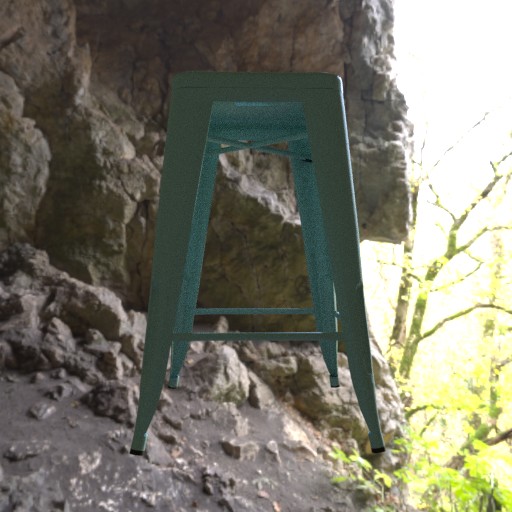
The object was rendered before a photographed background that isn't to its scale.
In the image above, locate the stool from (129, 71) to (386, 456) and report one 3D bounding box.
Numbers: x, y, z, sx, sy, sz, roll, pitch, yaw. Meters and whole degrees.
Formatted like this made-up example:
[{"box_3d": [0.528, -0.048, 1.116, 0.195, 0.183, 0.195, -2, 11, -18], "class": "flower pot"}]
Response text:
[{"box_3d": [0.000, 0.000, 0.852, 0.399, 0.609, 0.359, 0, 0, -2], "class": "stool"}]
